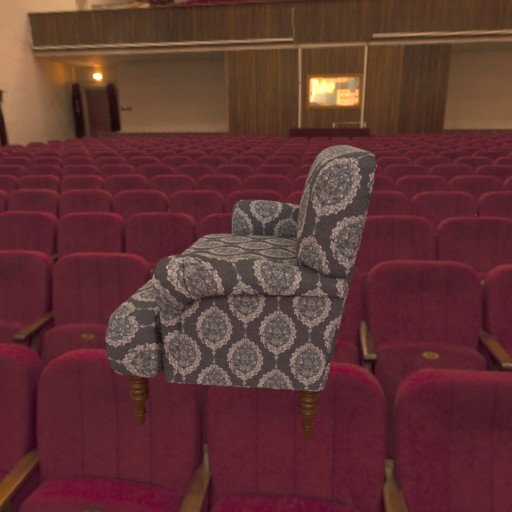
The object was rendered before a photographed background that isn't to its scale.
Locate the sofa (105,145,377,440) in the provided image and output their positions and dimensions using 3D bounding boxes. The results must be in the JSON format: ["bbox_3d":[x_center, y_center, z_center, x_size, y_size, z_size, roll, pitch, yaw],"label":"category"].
[{"bbox_3d":[0.000,0.000,1.812,0.779,0.867,1.297,2,15,8],"label":"sofa"}]
